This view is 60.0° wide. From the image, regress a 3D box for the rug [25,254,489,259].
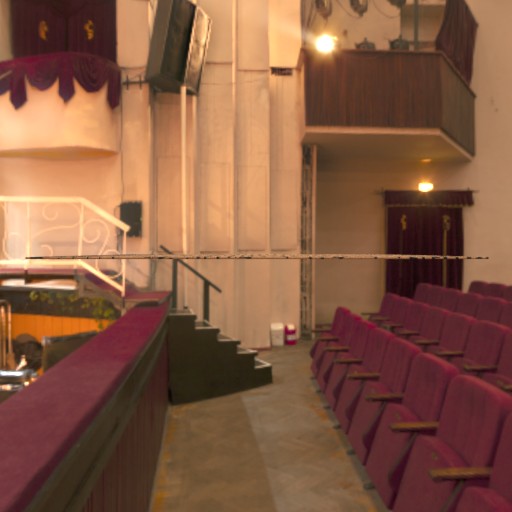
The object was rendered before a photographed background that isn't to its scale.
[{"bbox_3d":[0.000,0.000,4.086,3.017,0.014,2.416,0,1,-1],"label":"rug"}]
